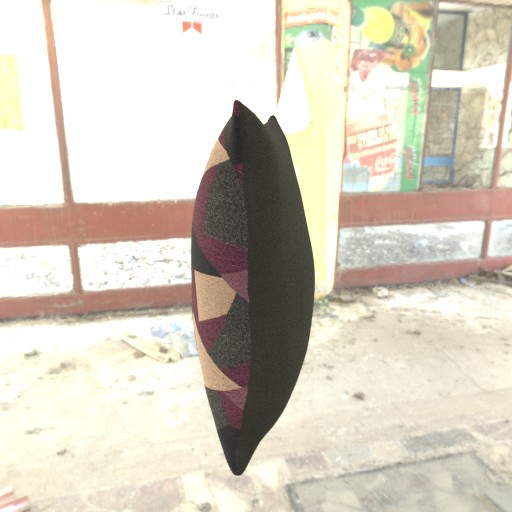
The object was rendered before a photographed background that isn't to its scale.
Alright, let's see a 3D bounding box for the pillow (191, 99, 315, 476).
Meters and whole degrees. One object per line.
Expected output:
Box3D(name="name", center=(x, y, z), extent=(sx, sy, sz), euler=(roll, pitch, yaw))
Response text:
Box3D(name="pillow", center=(0.000, 0.000, 0.779), extent=(0.208, 0.496, 0.503), euler=(2, 15, 7))
